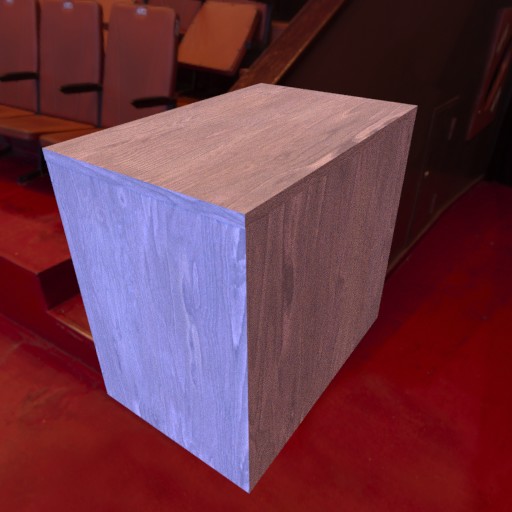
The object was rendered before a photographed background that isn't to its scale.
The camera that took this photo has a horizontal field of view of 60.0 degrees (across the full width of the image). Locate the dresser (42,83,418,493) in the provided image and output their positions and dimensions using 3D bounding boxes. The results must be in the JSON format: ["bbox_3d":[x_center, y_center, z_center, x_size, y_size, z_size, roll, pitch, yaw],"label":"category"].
[{"bbox_3d":[0.000,0.000,1.285,0.529,0.762,0.809,21,38,29],"label":"dresser"}]
